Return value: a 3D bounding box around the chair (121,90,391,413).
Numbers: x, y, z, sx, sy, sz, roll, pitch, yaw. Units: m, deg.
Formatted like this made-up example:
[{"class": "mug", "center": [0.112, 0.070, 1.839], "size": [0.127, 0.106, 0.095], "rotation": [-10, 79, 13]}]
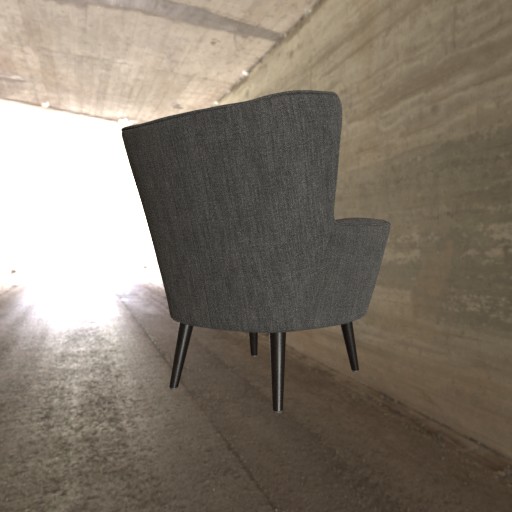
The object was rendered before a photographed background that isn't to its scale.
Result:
[{"class": "chair", "center": [0.000, 0.000, 1.613], "size": [0.781, 0.933, 0.888], "rotation": [0, 0, 33]}]
